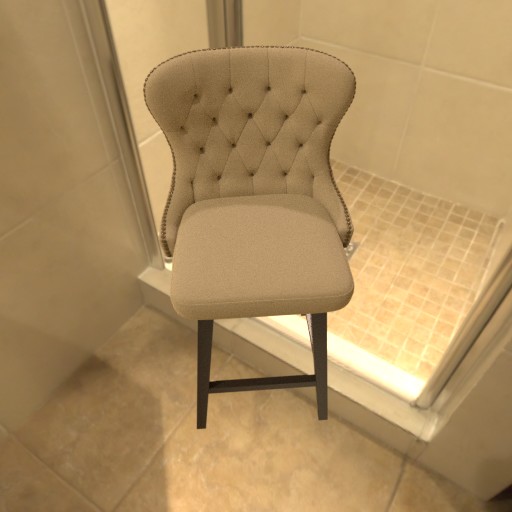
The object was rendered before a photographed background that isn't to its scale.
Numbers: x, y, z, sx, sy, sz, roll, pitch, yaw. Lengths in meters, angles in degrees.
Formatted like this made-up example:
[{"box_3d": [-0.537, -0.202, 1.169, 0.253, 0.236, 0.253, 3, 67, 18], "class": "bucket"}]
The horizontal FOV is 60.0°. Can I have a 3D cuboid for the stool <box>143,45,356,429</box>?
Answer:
[{"box_3d": [0.000, 0.000, 1.288, 0.528, 0.971, 0.593, -3, 47, -3], "class": "stool"}]
